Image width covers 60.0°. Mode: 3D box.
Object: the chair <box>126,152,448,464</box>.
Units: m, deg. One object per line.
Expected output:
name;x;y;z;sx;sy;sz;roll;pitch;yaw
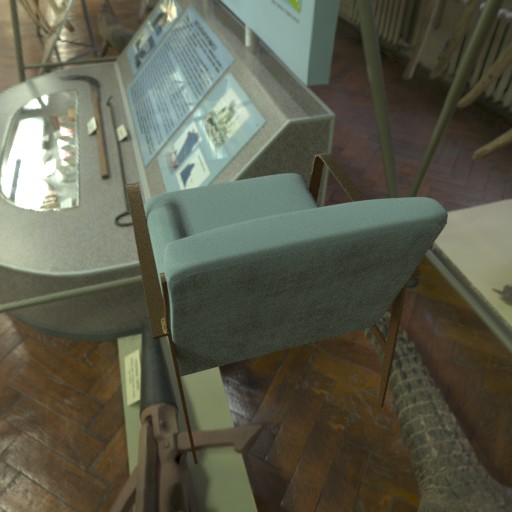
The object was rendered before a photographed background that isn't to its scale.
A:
chair;0.000;0.000;1.411;0.701;0.824;0.842;-12;43;-13
